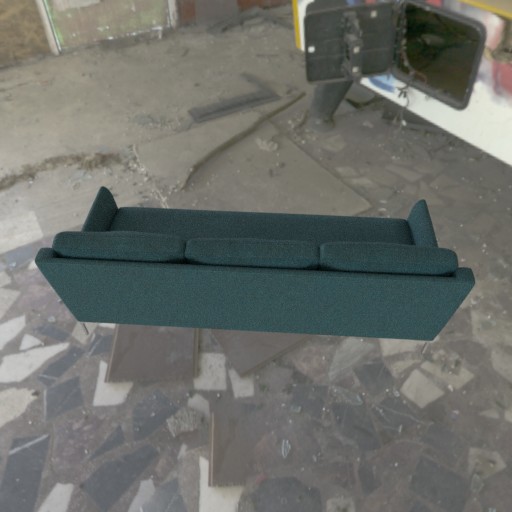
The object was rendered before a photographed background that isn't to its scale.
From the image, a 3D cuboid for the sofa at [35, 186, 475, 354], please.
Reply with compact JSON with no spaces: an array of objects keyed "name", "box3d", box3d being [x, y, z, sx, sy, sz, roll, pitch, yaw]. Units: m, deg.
[{"name":"sofa","box3d":[0.000,0.000,2.554,2.060,0.837,0.849,3,46,3]}]
